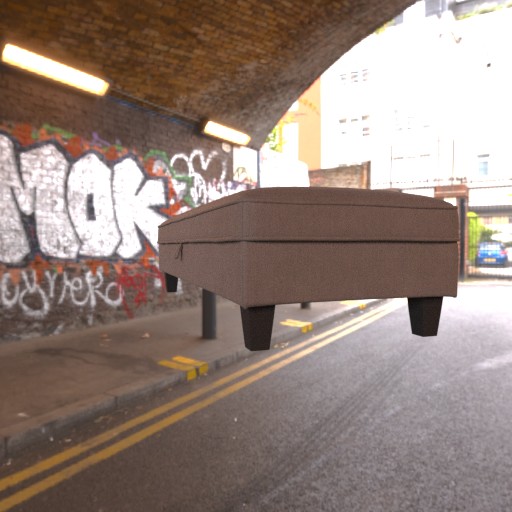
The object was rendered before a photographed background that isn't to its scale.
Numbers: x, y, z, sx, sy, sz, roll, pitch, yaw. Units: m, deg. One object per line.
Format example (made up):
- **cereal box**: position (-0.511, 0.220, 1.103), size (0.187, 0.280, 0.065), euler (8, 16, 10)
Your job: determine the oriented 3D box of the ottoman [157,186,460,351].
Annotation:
- **ottoman**: position (0.000, 0.000, 2.043), size (0.751, 0.470, 1.764), euler (0, 1, -19)
